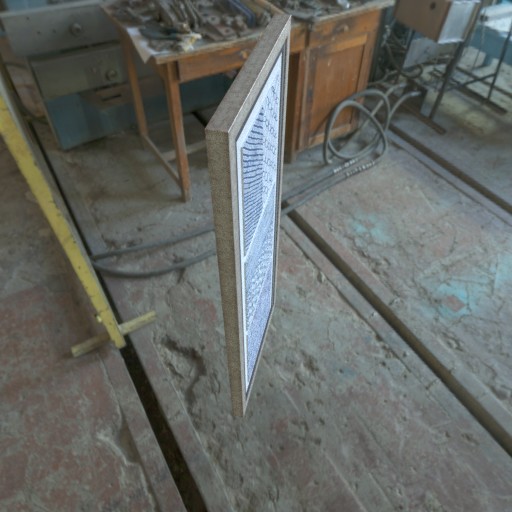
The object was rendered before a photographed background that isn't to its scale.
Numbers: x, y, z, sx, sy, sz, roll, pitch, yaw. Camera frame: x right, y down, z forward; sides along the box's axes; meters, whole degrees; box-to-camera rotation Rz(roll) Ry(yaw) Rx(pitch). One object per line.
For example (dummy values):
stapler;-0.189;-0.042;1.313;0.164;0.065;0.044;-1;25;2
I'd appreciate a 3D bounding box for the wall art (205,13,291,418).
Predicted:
wall art;0.000;0.000;1.654;0.051;1.461;0.648;11;49;10
